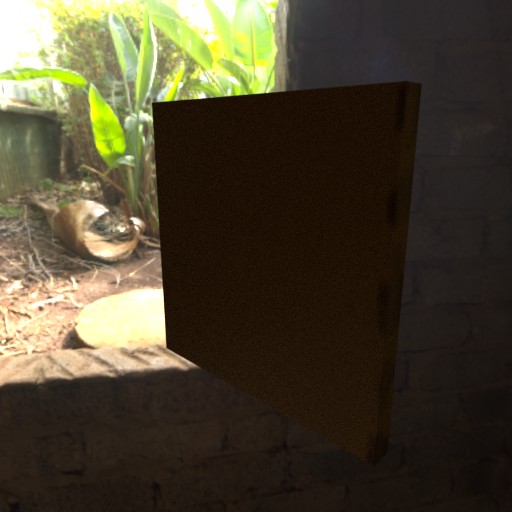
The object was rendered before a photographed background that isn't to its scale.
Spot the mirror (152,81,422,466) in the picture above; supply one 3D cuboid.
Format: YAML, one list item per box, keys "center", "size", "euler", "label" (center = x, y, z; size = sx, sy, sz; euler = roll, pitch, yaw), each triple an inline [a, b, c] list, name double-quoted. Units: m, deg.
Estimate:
- center: [0.000, 0.000, 0.742]
  size: [0.509, 0.507, 0.042]
  euler: [15, 21, 43]
  label: "mirror"
